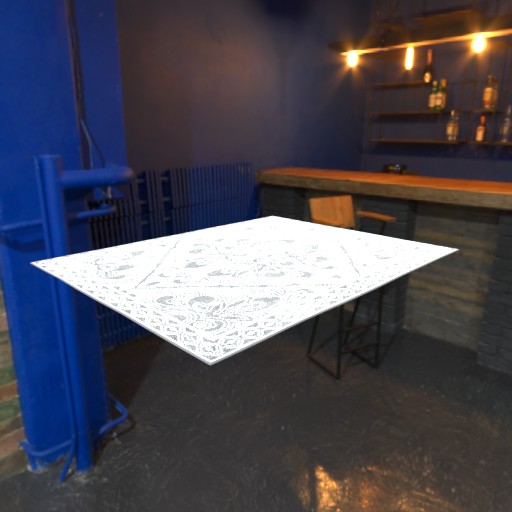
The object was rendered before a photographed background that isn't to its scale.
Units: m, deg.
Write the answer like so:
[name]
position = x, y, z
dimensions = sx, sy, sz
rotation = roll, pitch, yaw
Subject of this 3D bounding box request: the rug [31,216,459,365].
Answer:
[rug]
position = 0.000, 0.000, 3.982
dimensions = 3.048, 0.012, 2.438
rotation = -15, 22, -42
